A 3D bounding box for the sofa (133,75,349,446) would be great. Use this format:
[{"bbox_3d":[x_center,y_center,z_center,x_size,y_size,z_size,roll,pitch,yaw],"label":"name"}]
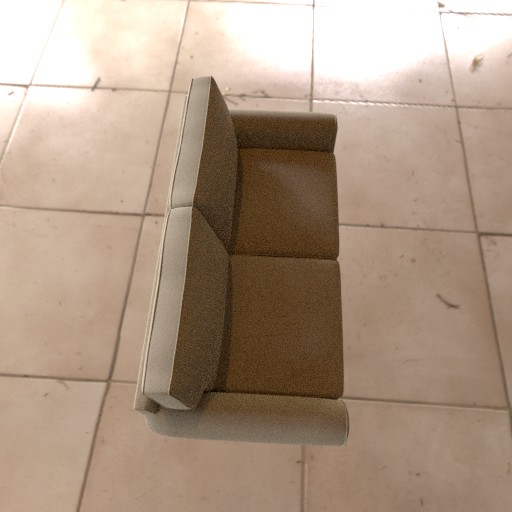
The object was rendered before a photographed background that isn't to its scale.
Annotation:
[{"bbox_3d":[0.000,0.000,2.274,0.861,0.933,1.774,3,64,1],"label":"sofa"}]
